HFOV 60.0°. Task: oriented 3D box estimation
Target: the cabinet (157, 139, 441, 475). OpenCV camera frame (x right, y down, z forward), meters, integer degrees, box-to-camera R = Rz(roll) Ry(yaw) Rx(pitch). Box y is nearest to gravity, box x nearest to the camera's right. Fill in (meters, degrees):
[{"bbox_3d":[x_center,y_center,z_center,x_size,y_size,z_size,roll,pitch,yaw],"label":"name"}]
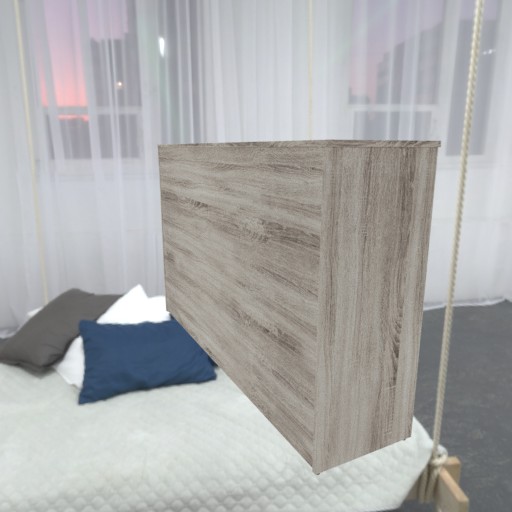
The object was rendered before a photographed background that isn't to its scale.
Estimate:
[{"bbox_3d":[0.000,0.000,1.826,0.380,0.900,1.450,-7,15,-27],"label":"cabinet"}]
